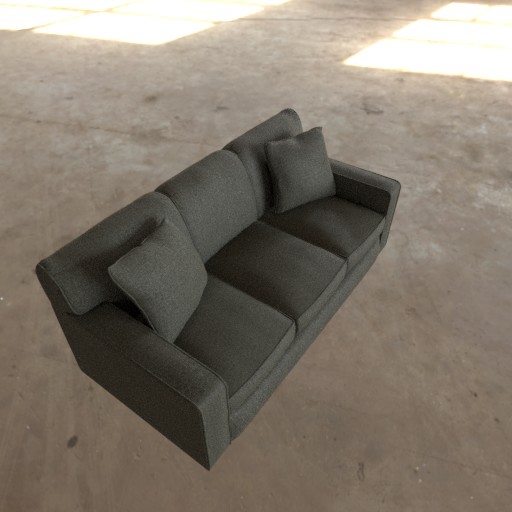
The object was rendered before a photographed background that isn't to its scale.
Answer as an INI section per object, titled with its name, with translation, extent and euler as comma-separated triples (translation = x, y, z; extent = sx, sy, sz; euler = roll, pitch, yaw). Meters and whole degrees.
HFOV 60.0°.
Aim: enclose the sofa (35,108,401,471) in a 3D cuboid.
[sofa]
translation = 0.000, 0.000, 2.612
extent = 0.997, 0.958, 2.024
euler = 26, 48, 26
